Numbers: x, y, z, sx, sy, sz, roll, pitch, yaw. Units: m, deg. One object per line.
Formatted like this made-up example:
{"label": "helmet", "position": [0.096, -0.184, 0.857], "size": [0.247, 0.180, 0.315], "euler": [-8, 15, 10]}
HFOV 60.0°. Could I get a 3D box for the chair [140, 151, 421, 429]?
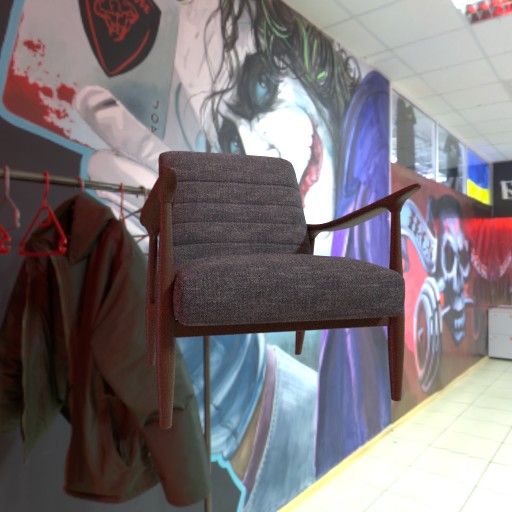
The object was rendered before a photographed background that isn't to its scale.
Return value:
{"label": "chair", "position": [0.000, 0.000, 1.458], "size": [0.741, 0.832, 0.798], "euler": [0, -1, -18]}
